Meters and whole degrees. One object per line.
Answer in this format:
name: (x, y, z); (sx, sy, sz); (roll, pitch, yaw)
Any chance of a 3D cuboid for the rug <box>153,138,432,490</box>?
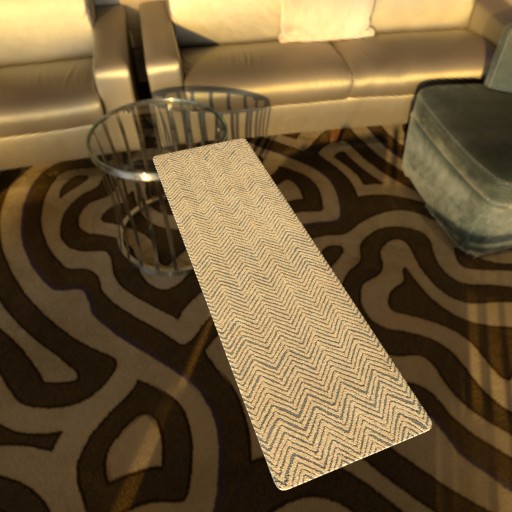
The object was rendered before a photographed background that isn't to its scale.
rug: (0.000, 0.000, 2.438); (0.686, 0.008, 2.286); (-15, 49, -14)
